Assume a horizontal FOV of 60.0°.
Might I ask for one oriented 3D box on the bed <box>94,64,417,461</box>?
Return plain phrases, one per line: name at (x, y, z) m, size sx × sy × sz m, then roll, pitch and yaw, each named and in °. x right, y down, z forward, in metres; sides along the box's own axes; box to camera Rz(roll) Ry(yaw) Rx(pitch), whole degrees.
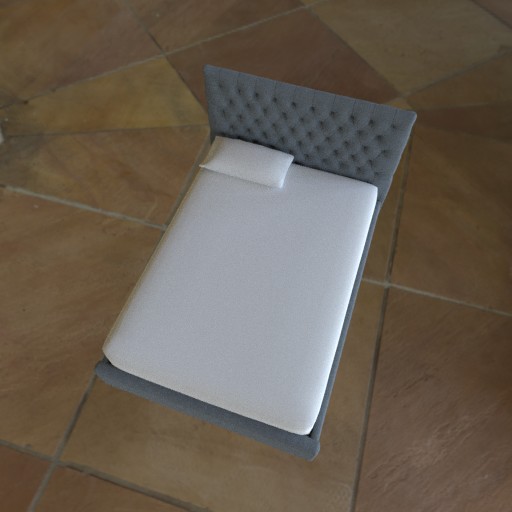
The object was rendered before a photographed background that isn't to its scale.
bed at (0.000, 0.000, 3.405) m, size 1.698 × 1.411 × 2.335 m, roll 17°, pitch 60°, yaw 10°
